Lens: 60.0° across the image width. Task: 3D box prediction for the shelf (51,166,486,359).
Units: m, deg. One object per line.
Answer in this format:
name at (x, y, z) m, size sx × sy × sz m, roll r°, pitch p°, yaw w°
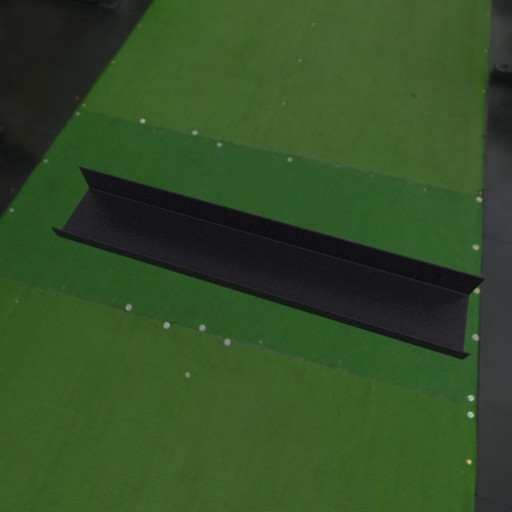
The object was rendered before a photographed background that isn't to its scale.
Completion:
shelf at (0.000, 0.000, 0.631) m, size 0.605 × 0.053 × 0.102 m, roll 16°, pitch 62°, yaw 9°
